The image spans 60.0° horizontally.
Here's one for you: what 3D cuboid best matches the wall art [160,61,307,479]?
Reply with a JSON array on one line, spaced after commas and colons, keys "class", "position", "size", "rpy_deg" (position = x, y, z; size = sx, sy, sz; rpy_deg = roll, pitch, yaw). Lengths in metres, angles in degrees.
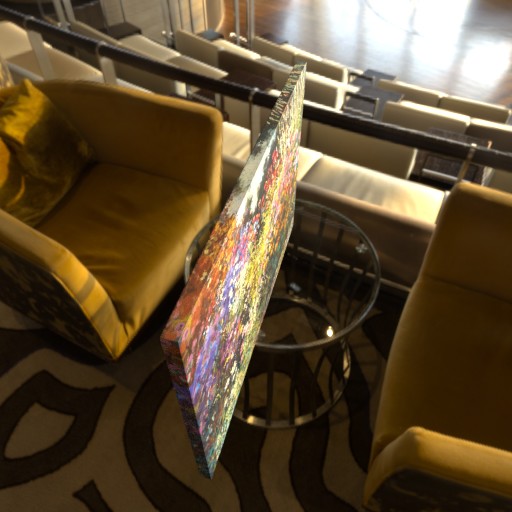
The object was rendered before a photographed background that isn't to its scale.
[{"class": "wall art", "position": [0.000, 0.000, 1.411], "size": [0.042, 0.760, 1.136], "rpy_deg": [12, 48, 10]}]
